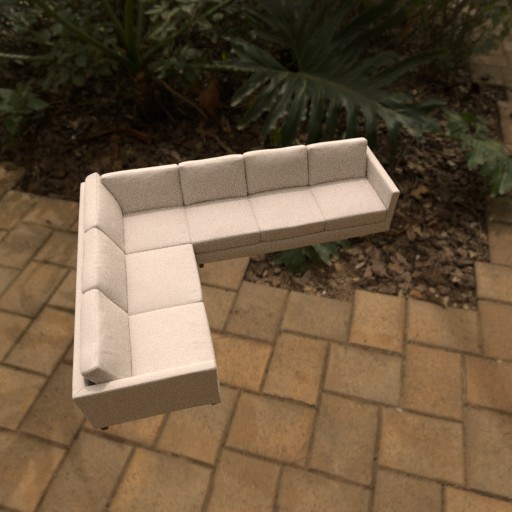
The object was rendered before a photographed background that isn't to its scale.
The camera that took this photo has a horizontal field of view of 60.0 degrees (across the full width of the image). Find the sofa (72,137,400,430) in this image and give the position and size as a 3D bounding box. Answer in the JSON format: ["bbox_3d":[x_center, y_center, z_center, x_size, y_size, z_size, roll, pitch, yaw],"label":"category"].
[{"bbox_3d":[0.000,0.000,4.244,3.182,0.863,2.432,-10,49,-9],"label":"sofa"}]
